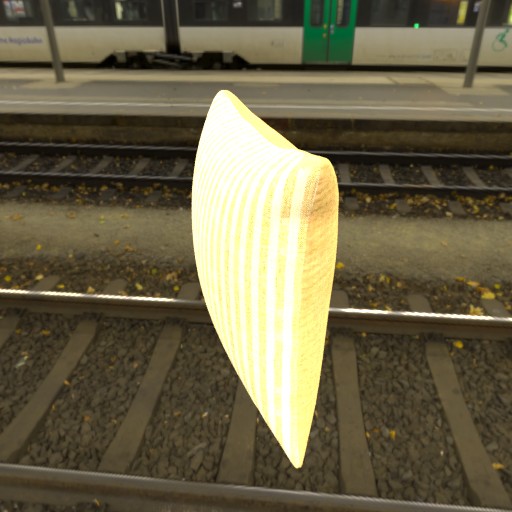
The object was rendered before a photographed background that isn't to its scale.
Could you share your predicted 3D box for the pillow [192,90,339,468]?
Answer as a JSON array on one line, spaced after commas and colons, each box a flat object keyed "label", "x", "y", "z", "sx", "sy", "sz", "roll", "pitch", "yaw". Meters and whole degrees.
[{"label": "pillow", "x": 0.000, "y": 0.000, "z": 0.651, "sx": 0.173, "sy": 0.407, "sz": 0.419, "roll": -8, "pitch": 30, "yaw": -14}]
